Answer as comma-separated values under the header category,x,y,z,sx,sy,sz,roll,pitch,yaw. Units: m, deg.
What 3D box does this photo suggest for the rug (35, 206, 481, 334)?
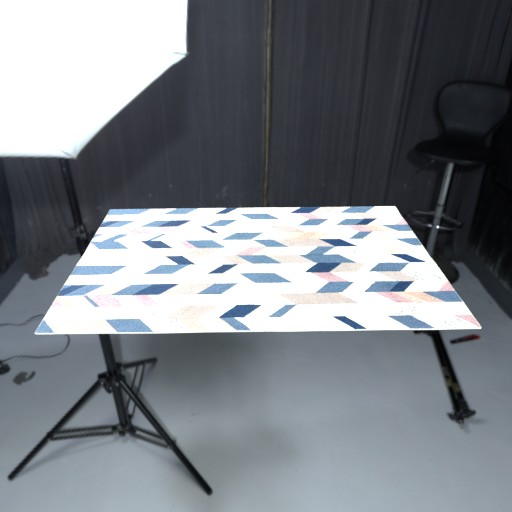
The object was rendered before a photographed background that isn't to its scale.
category,x,y,z,sx,sy,sz,roll,pitch,yaw
rug,0.000,0.000,2.303,1.813,0.006,1.202,-1,31,-1
